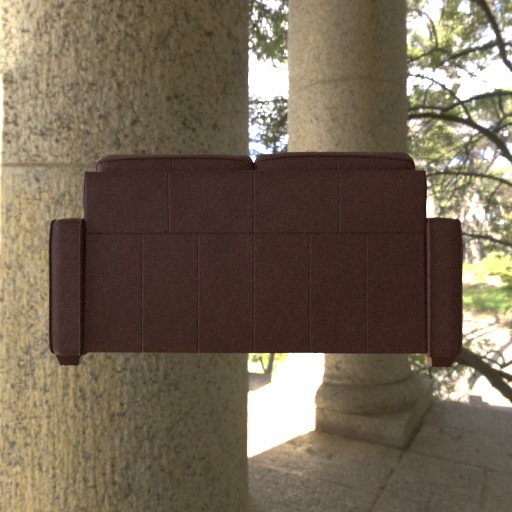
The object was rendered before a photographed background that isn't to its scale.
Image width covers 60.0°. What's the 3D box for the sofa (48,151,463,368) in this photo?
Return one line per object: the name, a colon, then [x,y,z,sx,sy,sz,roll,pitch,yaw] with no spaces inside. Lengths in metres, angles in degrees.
sofa: [0.000,0.000,2.260,1.709,0.918,0.947,0,0,1]
